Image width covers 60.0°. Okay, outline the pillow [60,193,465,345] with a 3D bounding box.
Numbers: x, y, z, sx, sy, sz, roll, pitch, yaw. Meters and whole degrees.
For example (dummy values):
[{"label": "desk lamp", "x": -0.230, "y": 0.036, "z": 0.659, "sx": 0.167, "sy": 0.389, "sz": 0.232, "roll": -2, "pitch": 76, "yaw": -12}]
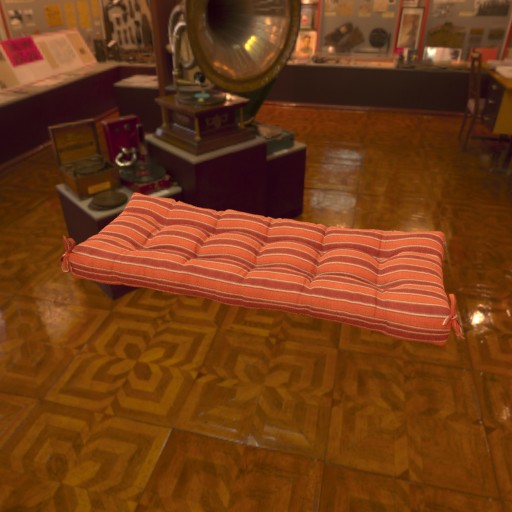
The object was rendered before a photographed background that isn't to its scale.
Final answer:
[{"label": "pillow", "x": 0.000, "y": 0.000, "z": 1.386, "sx": 1.194, "sy": 0.174, "sz": 0.511, "roll": 9, "pitch": 34, "yaw": 13}]
